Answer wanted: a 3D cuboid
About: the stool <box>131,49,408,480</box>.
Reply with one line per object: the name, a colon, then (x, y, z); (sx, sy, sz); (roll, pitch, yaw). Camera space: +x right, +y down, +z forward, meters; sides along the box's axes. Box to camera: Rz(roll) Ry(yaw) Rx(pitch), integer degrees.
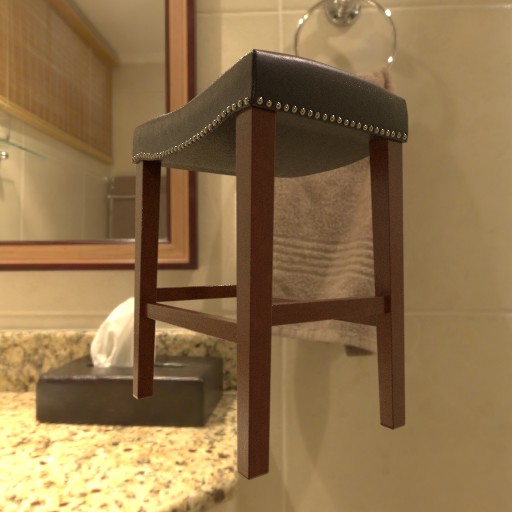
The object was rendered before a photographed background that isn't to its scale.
stool: (0.000, 0.000, 0.941); (0.372, 0.654, 0.504); (0, 0, -35)
